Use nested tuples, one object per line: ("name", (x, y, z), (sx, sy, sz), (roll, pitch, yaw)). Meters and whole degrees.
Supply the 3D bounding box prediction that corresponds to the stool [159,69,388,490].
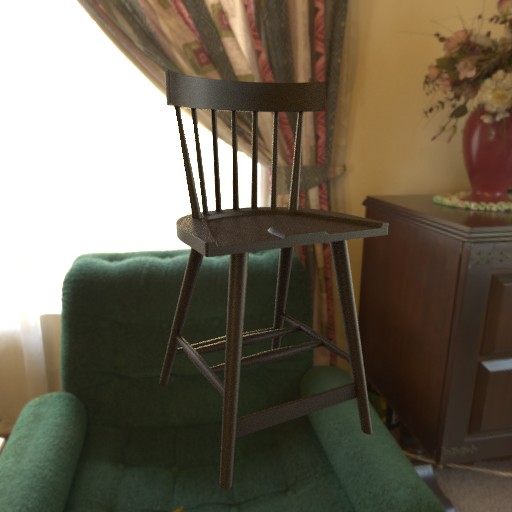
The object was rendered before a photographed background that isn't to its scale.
("stool", (0.000, 0.000, 1.252), (0.494, 0.953, 0.549), (-7, 16, -27))
